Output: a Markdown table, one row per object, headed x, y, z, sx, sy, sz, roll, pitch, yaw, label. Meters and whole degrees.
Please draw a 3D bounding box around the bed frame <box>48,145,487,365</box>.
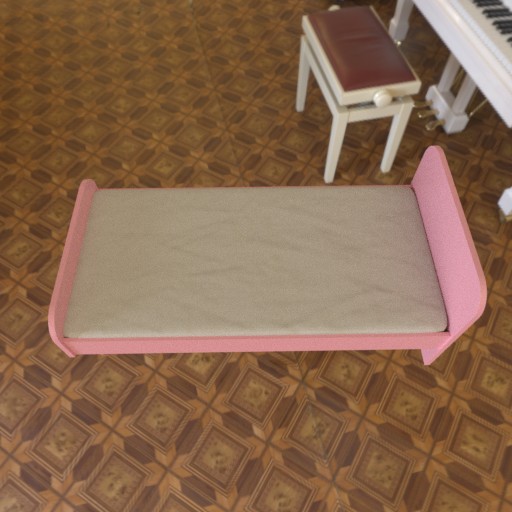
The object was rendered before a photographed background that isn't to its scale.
| x | y | z | sx | sy | sz | roll | pitch | yaw | label |
| --- | --- | --- | --- | --- | --- | --- | --- | --- | --- |
| 0.000 | 0.000 | 2.440 | 1.963 | 0.805 | 0.998 | -1 | 58 | 0 | bed frame |
